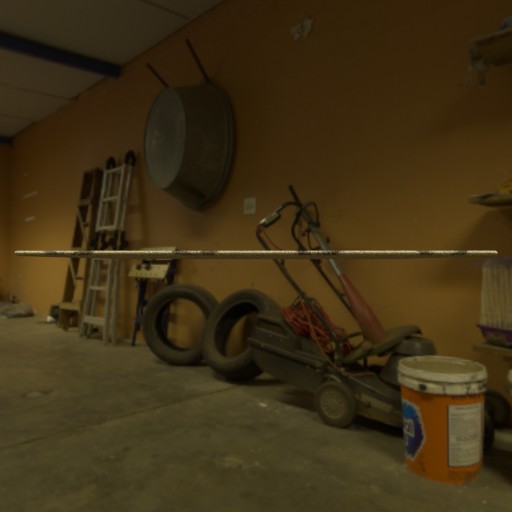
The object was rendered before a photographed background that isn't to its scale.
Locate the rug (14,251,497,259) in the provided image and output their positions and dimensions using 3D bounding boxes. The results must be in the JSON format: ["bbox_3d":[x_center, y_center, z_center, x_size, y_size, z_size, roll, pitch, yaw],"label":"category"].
[{"bbox_3d":[0.000,0.000,2.884,2.348,0.024,1.501,0,-1,1],"label":"rug"}]
